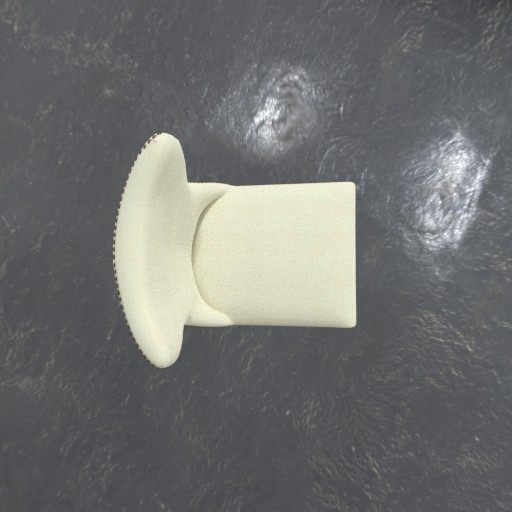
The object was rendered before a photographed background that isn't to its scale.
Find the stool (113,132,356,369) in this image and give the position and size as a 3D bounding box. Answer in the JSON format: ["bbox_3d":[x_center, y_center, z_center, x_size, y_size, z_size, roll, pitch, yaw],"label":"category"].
[{"bbox_3d":[0.000,0.000,1.451,0.606,1.123,0.494,0,89,0],"label":"stool"}]
